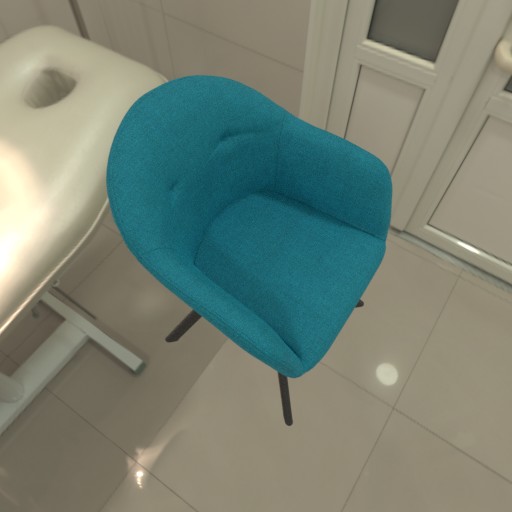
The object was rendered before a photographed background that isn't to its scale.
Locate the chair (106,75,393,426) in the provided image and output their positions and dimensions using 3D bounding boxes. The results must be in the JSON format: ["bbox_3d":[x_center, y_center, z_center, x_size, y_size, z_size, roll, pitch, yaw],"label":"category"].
[{"bbox_3d":[0.000,0.000,1.153,0.565,0.775,0.545,30,64,17],"label":"chair"}]
